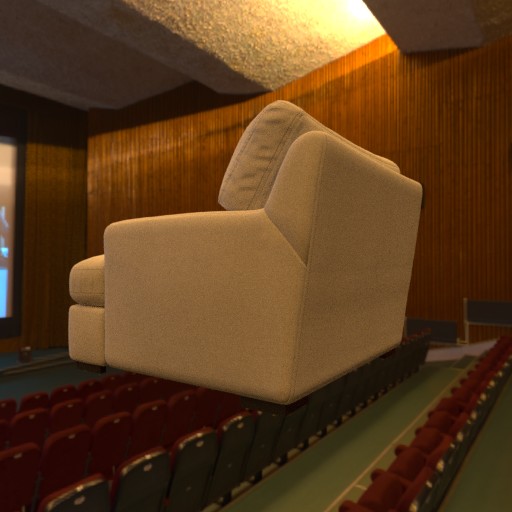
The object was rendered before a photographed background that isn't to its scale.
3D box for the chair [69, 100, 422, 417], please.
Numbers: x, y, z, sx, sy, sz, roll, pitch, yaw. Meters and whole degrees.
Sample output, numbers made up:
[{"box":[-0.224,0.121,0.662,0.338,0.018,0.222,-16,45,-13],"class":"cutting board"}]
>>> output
[{"box":[0.000,0.000,1.928,1.158,0.930,1.140,0,0,34],"class":"chair"}]
